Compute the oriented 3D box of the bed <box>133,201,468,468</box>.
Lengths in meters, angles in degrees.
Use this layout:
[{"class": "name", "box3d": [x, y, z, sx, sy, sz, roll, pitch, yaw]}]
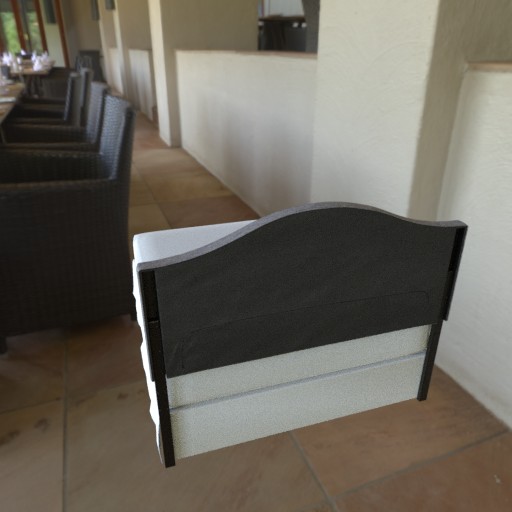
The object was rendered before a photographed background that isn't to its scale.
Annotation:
[{"class": "bed", "box3d": [0.000, 0.000, 2.935, 1.610, 1.295, 1.870, -8, 26, -16]}]
